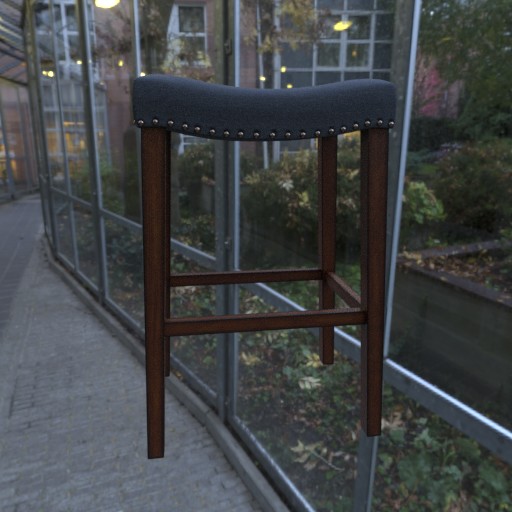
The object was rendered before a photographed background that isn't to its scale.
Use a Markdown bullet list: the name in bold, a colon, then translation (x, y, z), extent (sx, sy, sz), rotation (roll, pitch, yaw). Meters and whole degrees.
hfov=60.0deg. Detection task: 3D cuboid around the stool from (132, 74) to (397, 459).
- **stool**: translation (0.000, 0.000, 1.021), extent (0.502, 0.748, 0.366), rotation (-2, 15, -8)
